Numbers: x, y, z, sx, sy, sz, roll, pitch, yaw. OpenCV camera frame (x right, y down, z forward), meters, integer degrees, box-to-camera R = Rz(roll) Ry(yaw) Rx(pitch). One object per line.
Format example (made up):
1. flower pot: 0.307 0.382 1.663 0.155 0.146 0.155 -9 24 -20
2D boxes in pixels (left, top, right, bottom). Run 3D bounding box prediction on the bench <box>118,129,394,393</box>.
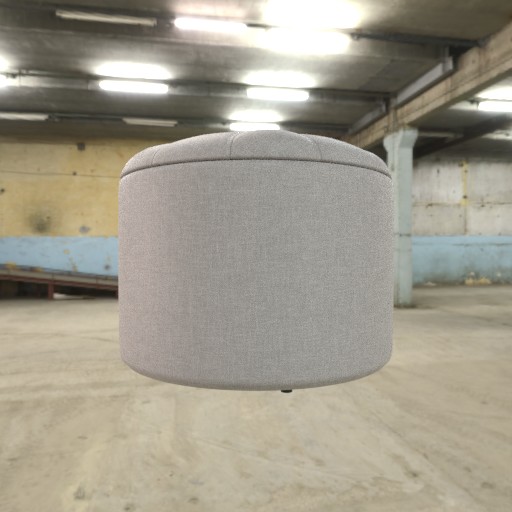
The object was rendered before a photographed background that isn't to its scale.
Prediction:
1. bench: 0.000 0.000 1.011 0.600 0.453 0.600 0 0 0
